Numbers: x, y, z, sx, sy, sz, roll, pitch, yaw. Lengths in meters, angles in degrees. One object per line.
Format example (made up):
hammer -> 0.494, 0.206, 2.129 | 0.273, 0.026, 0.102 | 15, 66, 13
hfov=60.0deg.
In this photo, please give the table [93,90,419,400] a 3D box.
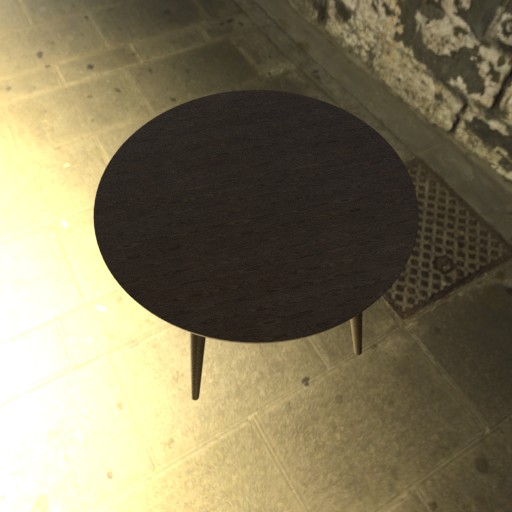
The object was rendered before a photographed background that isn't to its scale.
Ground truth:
table -> 0.000, 0.000, 1.794 | 1.053, 0.786, 1.053 | 0, 57, 0
